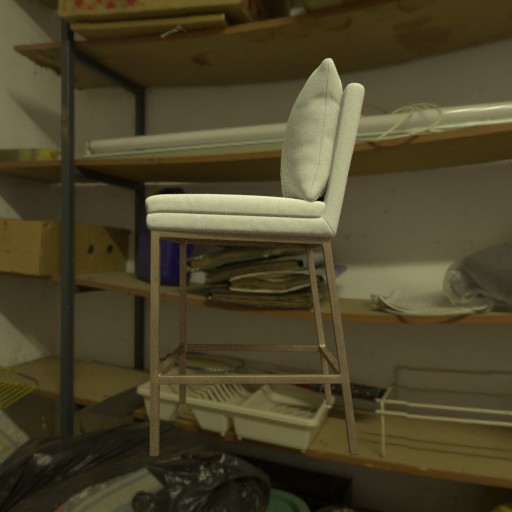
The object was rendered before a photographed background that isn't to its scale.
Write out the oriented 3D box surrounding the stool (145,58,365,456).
[{"bbox_3d":[0.000,0.000,1.357,0.572,1.032,0.463,0,0,0],"label":"stool"}]
